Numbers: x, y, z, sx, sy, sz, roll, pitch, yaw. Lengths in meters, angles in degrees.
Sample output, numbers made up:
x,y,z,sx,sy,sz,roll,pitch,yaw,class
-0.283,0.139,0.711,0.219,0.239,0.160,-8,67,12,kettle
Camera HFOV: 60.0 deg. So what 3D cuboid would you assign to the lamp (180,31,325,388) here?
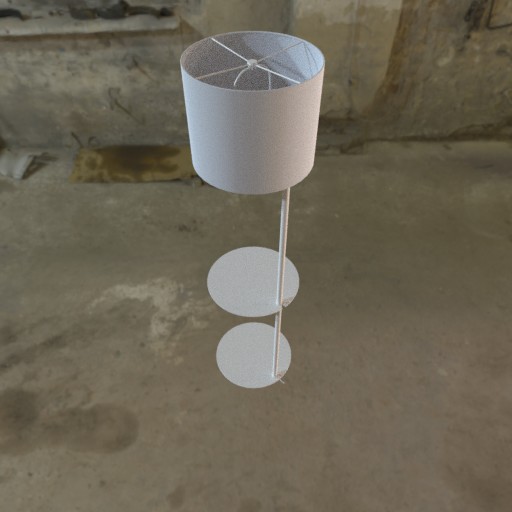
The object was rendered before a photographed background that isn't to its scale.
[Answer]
x,y,z,sx,sy,sz,roll,pitch,yaw,class
0.000,0.000,1.669,0.372,1.465,0.405,-31,54,-26,lamp
